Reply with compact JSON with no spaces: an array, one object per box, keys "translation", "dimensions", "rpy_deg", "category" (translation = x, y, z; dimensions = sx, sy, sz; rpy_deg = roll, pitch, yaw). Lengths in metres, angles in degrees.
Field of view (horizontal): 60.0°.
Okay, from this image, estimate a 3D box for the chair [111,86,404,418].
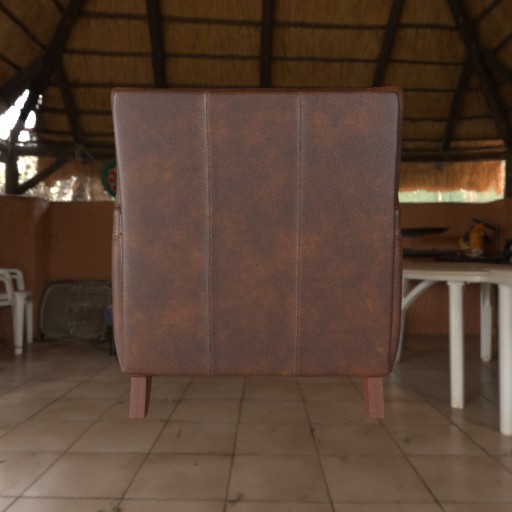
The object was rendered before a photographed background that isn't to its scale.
[{"translation":[0.000,0.000,1.602],"dimensions":[0.870,0.943,0.823],"rpy_deg":[0,0,0],"category":"chair"}]
